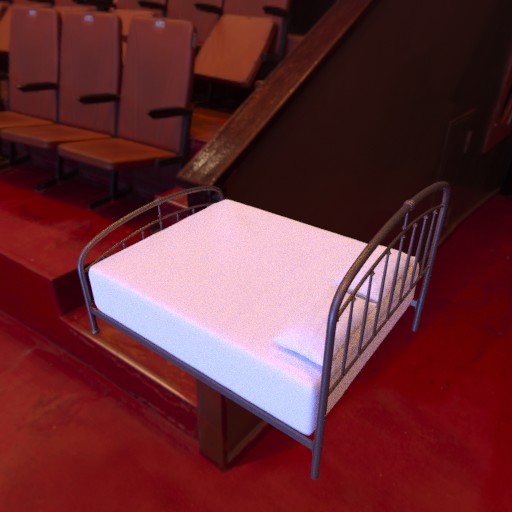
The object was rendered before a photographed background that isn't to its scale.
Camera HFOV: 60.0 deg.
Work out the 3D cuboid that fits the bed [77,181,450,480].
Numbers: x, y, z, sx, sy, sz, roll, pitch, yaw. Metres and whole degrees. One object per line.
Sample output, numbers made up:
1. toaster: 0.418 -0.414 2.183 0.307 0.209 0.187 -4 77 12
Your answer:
1. bed: 0.000 0.000 3.340 2.168 1.475 1.711 21 37 31
